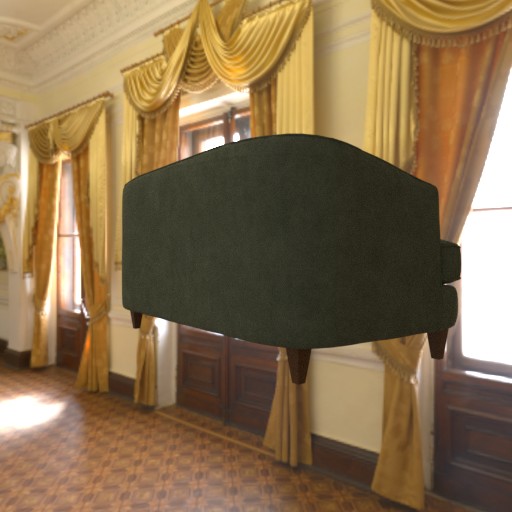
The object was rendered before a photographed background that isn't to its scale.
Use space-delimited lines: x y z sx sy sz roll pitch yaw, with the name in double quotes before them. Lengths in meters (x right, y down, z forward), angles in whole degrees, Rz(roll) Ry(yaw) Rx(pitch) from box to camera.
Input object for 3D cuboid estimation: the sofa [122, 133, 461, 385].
"sofa" 0.000 0.000 2.270 0.941 0.855 1.733 0 0 -37
